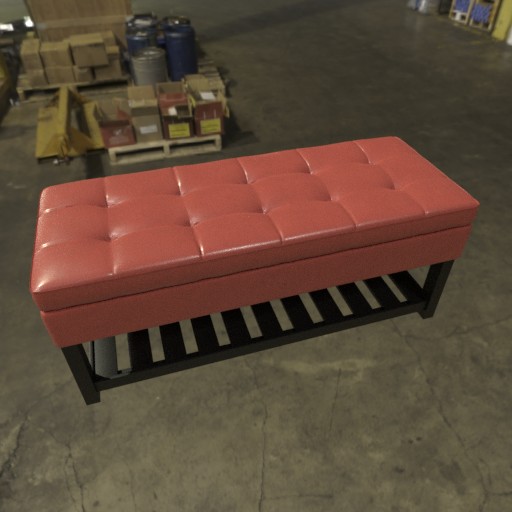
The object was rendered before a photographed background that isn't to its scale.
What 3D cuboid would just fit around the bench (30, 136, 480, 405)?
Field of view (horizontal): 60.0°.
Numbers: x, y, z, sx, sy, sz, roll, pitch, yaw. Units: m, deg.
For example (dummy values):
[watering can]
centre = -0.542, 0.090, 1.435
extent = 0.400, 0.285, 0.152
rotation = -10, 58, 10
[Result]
[bench]
centre = 0.000, 0.000, 1.311
extent = 1.105, 0.460, 0.432
rotation = -11, 42, -13
